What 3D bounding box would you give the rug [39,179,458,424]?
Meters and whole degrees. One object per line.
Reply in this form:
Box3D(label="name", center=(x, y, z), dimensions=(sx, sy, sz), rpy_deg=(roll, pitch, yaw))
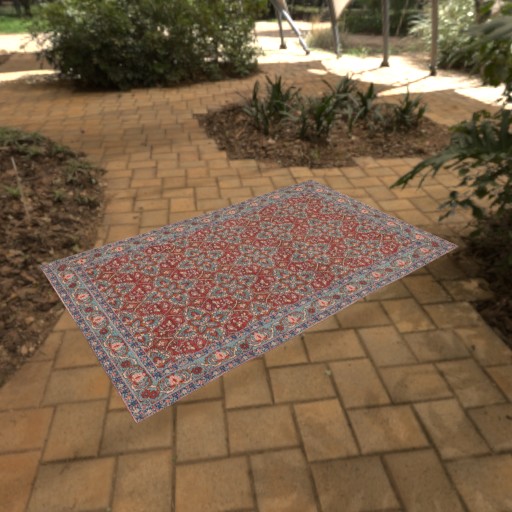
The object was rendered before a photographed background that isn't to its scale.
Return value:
Box3D(label="rug", center=(0.000, 0.000, 3.034), dimensions=(2.439, 0.011, 1.533), rpy_deg=(-22, 38, -31))
